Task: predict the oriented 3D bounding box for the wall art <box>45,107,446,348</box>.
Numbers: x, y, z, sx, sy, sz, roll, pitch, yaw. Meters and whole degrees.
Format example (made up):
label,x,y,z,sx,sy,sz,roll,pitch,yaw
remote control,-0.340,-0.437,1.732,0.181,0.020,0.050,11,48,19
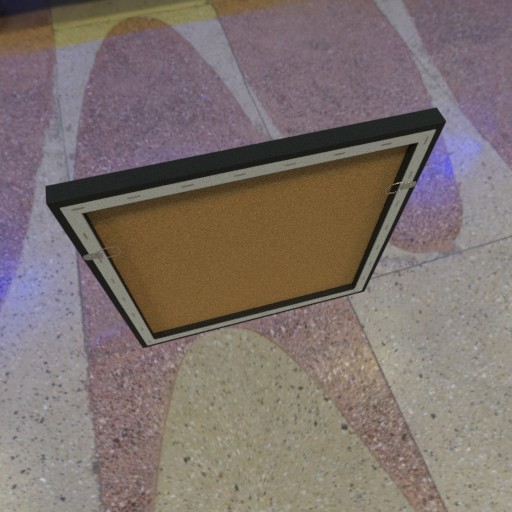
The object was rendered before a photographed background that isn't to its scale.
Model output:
label,x,y,z,sx,sy,sz,roll,pitch,yaw
wall art,0.000,0.000,1.147,0.758,0.758,0.044,-13,60,-8
